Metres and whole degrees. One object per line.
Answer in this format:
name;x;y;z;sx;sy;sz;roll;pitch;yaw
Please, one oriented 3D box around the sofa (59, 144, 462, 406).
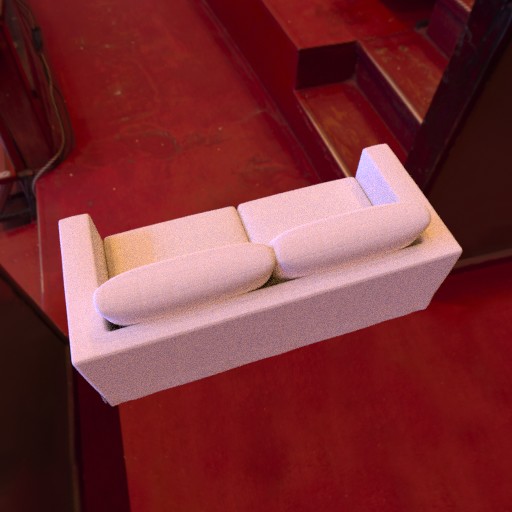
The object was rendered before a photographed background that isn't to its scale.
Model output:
sofa;0.000;0.000;2.700;2.163;0.881;0.954;-15;57;-10
